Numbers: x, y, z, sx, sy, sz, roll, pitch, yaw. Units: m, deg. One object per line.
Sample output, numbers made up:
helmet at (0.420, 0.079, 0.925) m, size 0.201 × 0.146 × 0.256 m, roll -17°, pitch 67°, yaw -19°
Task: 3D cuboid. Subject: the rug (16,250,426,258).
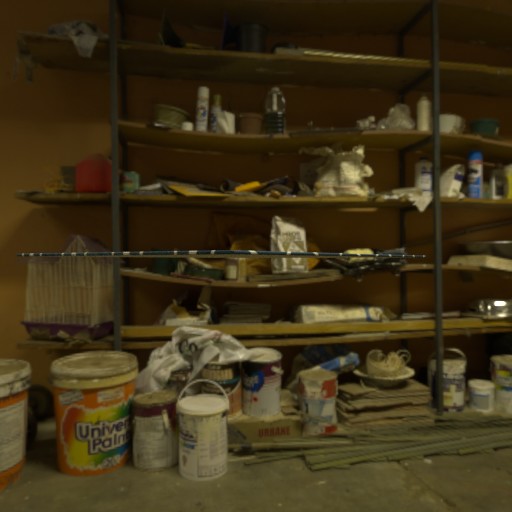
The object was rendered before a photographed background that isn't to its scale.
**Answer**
rug at (0.000, 0.000, 2.172) m, size 1.143 × 0.010 × 1.753 m, roll 0°, pitch -1°, yaw 36°
